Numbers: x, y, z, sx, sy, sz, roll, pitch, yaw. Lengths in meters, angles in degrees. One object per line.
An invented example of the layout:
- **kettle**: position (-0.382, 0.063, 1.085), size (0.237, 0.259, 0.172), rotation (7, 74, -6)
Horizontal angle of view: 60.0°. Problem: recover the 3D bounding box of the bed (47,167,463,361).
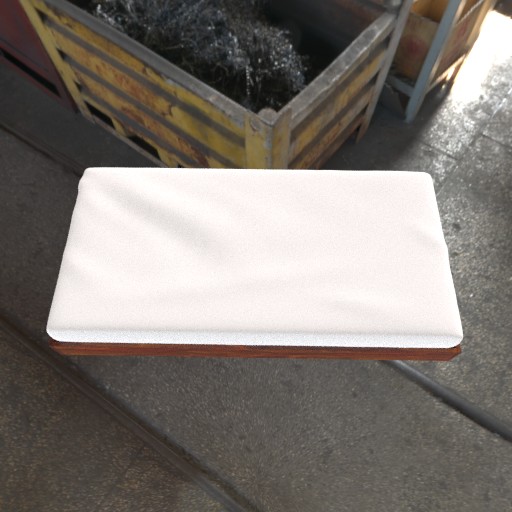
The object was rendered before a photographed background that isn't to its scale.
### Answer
- **bed**: position (0.000, 0.000, 2.205), size (1.860, 0.312, 0.940), rotation (1, 63, 0)
